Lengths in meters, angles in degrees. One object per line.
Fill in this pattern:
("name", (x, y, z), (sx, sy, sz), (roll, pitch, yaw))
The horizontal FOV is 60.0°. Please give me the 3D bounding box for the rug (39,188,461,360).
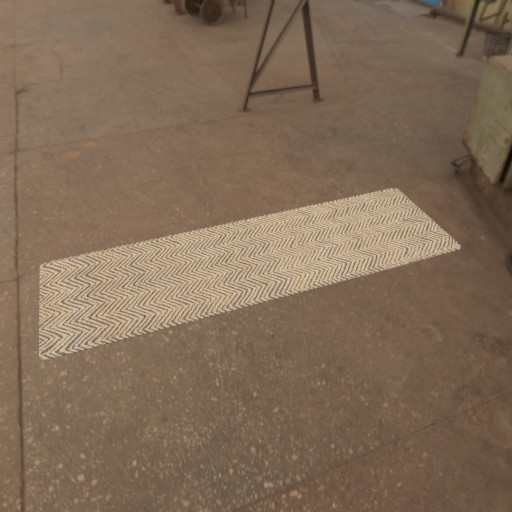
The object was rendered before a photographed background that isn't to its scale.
("rug", (0.000, 0.000, 2.495), (2.286, 0.008, 0.686), (-13, 43, -15))
